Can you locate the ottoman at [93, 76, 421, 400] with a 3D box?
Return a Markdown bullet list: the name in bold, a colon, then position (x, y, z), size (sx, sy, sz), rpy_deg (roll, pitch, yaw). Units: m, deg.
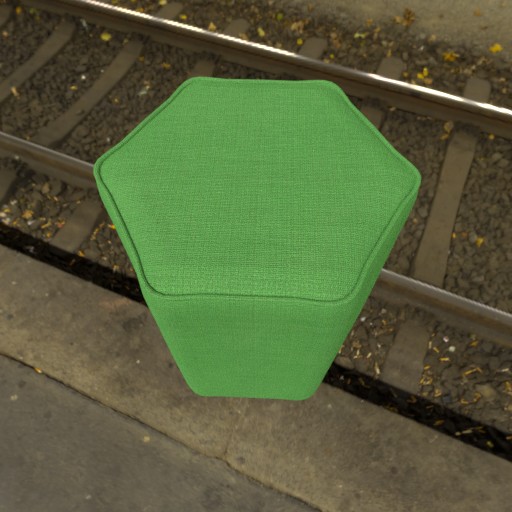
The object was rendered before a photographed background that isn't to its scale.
- **ottoman**: position (0.000, 0.000, 0.868), size (0.499, 0.507, 0.444), rpy_deg (2, 58, 1)
